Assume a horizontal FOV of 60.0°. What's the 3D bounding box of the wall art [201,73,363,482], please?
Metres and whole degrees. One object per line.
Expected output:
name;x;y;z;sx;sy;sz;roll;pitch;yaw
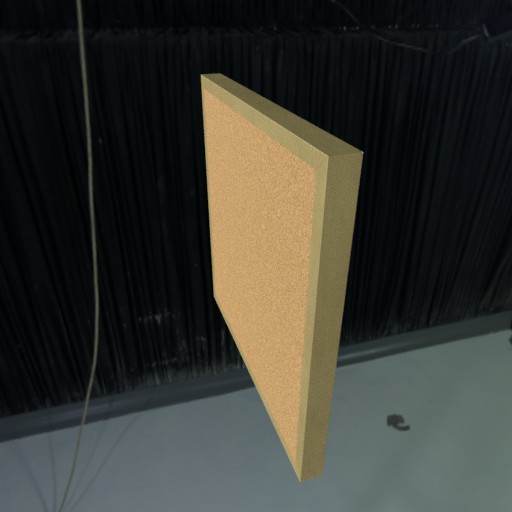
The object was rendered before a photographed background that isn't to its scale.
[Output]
wall art;0.000;0.000;0.753;0.038;0.508;0.508;-10;32;-17
